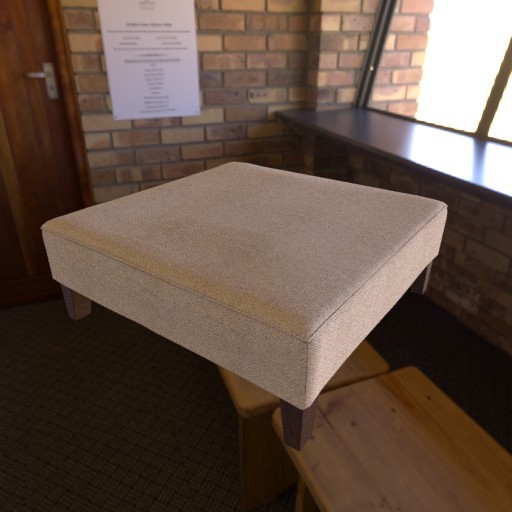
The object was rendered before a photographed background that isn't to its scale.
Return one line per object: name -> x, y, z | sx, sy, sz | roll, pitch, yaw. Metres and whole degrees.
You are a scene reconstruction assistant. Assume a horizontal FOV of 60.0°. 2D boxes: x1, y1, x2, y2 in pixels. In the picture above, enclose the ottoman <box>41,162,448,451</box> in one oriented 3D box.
ottoman -> 0.000, 0.000, 1.530 | 0.982, 0.381, 0.973 | 18, 32, 32
